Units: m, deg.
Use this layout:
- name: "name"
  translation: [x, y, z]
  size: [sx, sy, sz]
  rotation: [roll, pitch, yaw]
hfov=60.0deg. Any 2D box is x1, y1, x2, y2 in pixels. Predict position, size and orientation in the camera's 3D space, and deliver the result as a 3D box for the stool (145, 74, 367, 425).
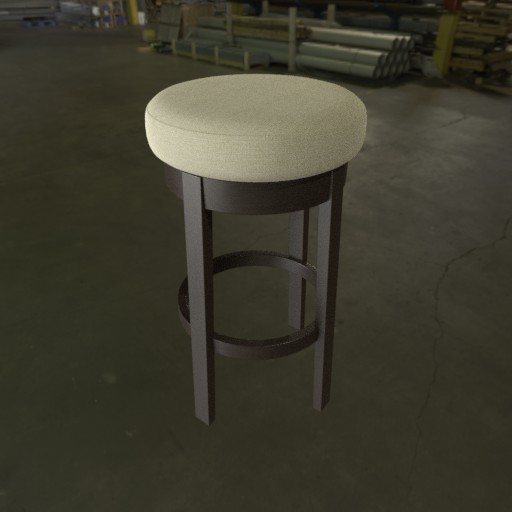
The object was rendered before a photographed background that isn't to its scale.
- name: "stool"
  translation: [0.000, 0.000, 1.050]
  size: [0.446, 0.758, 0.446]
  rotation: [0, 33, 0]
